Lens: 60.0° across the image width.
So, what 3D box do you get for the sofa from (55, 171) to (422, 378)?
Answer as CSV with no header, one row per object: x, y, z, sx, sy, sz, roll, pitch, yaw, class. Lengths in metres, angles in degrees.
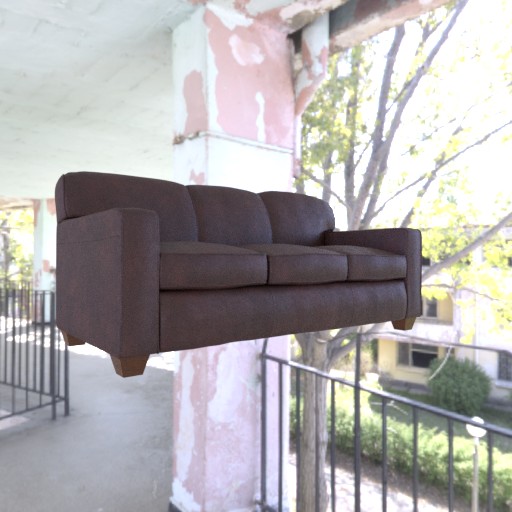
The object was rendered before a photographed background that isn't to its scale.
0.000,0.000,2.630,2.039,0.953,1.008,0,0,-37,sofa
